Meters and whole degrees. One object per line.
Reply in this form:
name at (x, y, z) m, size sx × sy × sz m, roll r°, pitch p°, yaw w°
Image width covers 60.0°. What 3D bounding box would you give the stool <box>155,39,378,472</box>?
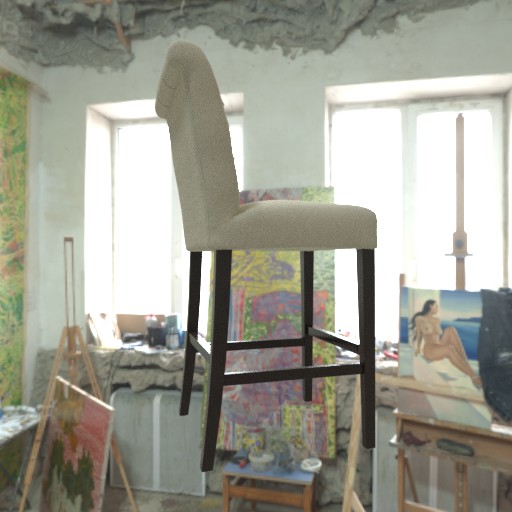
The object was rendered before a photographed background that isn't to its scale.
stool at (0.000, 0.000, 1.416) m, size 0.610 × 1.118 × 0.482 m, roll 0°, pitch 0°, yaw -17°
